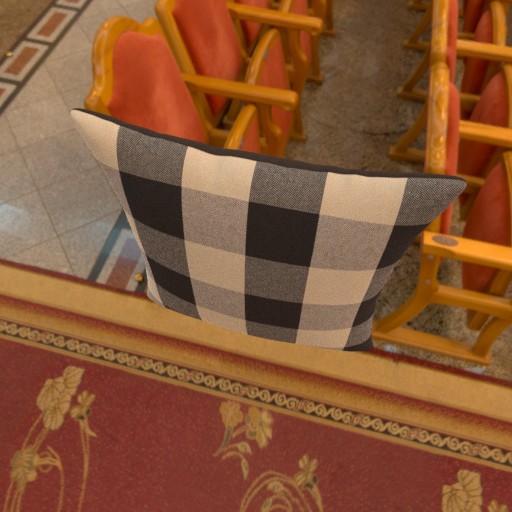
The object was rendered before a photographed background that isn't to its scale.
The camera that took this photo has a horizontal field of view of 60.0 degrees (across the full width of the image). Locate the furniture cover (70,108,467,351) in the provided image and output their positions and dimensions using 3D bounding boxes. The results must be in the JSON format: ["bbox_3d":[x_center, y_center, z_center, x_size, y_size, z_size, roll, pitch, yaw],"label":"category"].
[{"bbox_3d":[0.000,0.000,0.763,0.511,0.509,0.161,12,57,8],"label":"furniture cover"}]
